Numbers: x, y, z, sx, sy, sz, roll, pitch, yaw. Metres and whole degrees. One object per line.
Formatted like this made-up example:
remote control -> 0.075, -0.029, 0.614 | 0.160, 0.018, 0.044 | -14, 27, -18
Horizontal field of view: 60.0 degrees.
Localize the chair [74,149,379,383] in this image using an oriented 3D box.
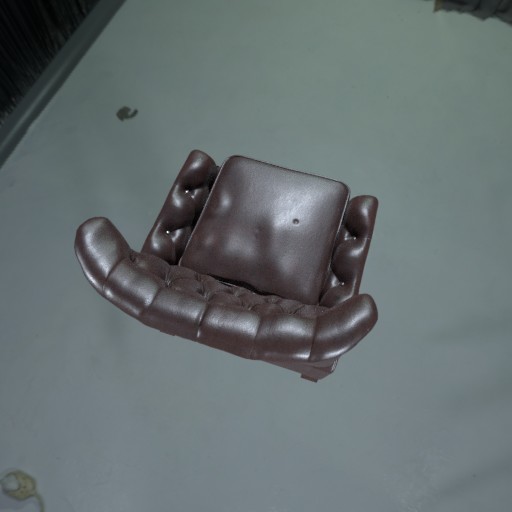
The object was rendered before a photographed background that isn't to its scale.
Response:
chair -> 0.000, 0.000, 1.460 | 0.709, 0.864, 0.823 | 16, 65, 8
